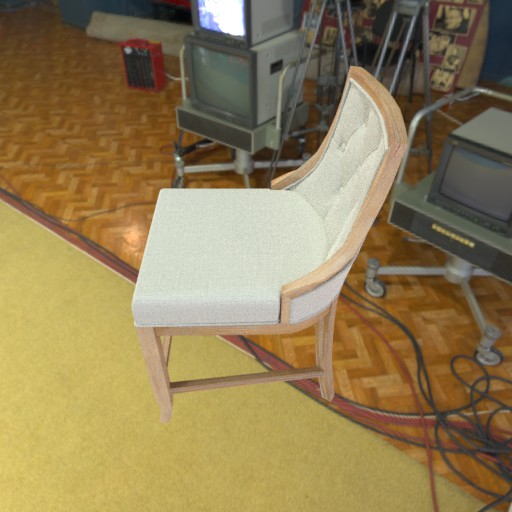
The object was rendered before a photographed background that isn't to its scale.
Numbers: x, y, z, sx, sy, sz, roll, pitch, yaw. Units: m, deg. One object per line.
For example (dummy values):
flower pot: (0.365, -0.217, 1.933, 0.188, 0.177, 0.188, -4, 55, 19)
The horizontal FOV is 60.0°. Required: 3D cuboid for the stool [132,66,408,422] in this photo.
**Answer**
stool: (0.000, 0.000, 1.303, 0.626, 0.938, 0.524, -1, 41, -1)
